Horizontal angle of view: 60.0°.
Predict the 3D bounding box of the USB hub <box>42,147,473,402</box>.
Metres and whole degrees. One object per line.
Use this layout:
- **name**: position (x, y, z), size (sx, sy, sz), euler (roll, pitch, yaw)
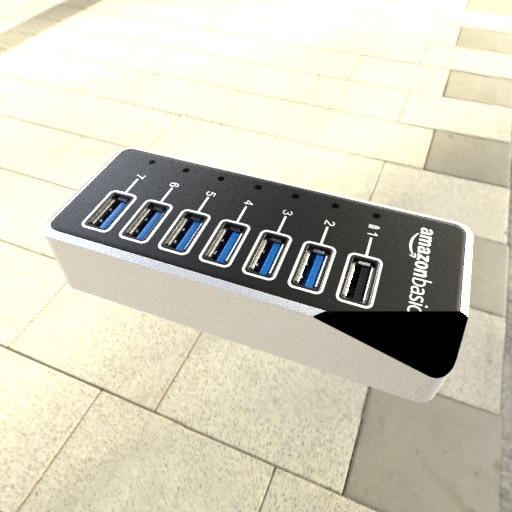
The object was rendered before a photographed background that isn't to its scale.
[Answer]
- **USB hub**: position (0.000, 0.000, 0.127), size (0.110, 0.023, 0.044), euler (16, 49, 14)
